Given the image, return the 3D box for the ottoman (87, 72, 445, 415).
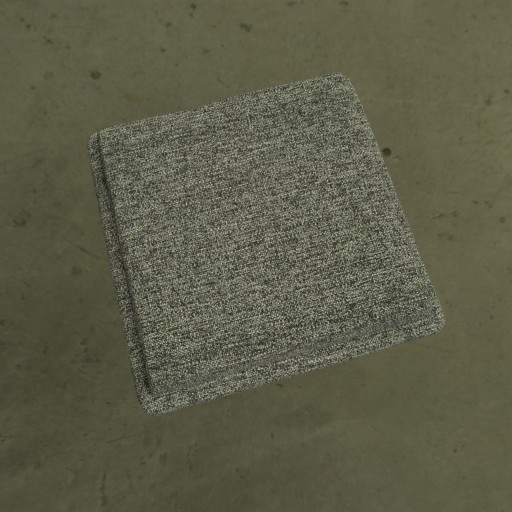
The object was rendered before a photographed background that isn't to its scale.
[{"bbox_3d":[0.000,0.000,0.828,0.450,0.463,0.450,-15,75,-4],"label":"ottoman"}]
